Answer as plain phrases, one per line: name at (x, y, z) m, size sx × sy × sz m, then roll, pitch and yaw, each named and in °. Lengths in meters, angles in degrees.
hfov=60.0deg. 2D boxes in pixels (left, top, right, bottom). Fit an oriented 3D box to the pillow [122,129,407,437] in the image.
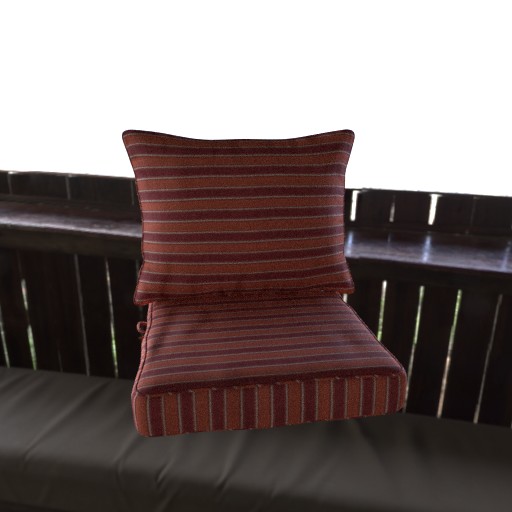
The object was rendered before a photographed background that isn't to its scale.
pillow at (0.000, 0.000, 1.332) m, size 0.799 × 0.723 × 0.733 m, roll -3°, pitch 17°, yaw -8°
